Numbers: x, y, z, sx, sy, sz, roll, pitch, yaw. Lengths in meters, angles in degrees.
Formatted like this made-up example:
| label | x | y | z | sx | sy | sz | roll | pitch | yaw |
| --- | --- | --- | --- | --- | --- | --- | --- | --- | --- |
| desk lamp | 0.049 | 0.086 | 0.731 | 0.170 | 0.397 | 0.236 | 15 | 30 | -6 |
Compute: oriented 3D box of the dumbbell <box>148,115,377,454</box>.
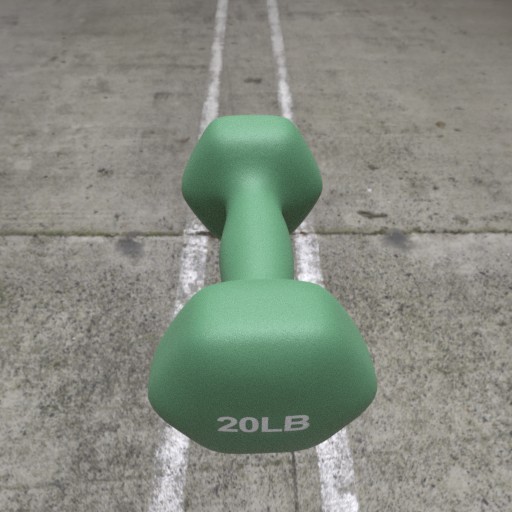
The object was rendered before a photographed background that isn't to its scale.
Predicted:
| label | x | y | z | sx | sy | sz | roll | pitch | yaw |
| --- | --- | --- | --- | --- | --- | --- | --- | --- | --- |
| dumbbell | 0.000 | 0.000 | 0.319 | 0.126 | 0.114 | 0.257 | -1 | 42 | -1 |
